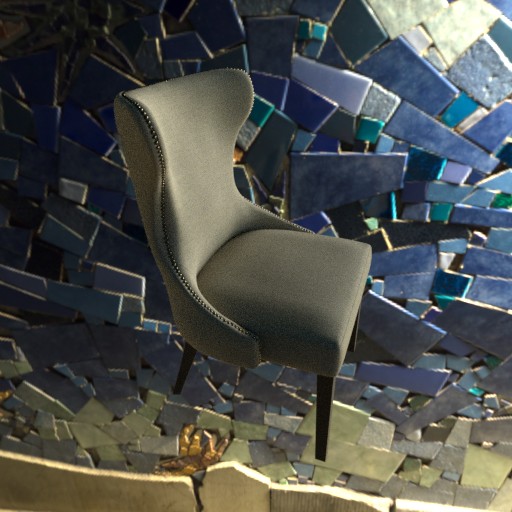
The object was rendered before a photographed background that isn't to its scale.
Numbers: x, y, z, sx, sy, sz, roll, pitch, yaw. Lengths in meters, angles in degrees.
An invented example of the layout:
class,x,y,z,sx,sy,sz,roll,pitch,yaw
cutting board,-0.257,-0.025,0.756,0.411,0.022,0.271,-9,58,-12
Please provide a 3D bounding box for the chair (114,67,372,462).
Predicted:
class,x,y,z,sx,sy,sz,roll,pitch,yaw
chair,0.000,0.000,1.322,0.635,0.967,0.628,11,32,17
